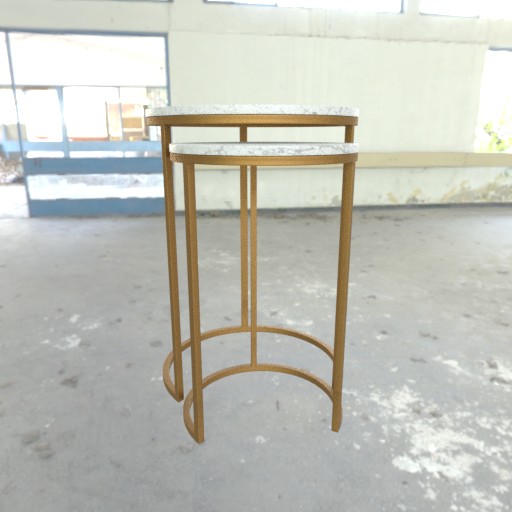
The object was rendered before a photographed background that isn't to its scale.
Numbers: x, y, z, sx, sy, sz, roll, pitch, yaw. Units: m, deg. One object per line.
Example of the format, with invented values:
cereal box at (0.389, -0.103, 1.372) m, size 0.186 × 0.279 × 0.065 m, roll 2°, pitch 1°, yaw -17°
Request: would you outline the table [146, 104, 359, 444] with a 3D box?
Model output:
table at (0.000, 0.000, 0.875) m, size 0.400 × 0.550 × 0.507 m, roll -2°, pitch 16°, yaw -7°
